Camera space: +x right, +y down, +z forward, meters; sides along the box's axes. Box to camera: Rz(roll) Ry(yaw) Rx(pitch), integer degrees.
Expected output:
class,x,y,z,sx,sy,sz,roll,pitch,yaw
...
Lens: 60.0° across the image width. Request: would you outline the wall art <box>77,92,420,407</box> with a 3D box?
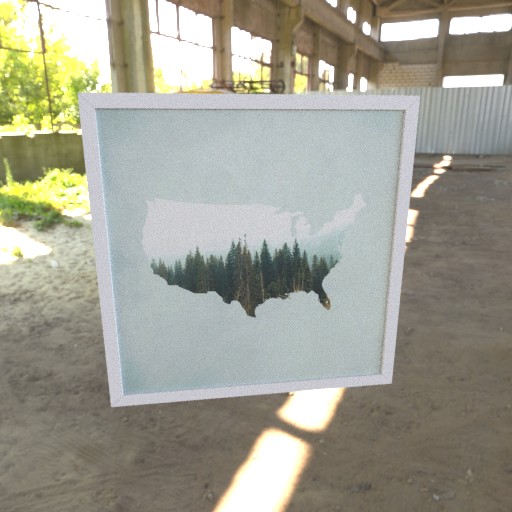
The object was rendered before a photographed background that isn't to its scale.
class,x,y,z,sx,sy,sz,roll,pitch,yaw
wall art,0.000,0.000,0.445,0.304,0.304,0.024,-2,17,-8
